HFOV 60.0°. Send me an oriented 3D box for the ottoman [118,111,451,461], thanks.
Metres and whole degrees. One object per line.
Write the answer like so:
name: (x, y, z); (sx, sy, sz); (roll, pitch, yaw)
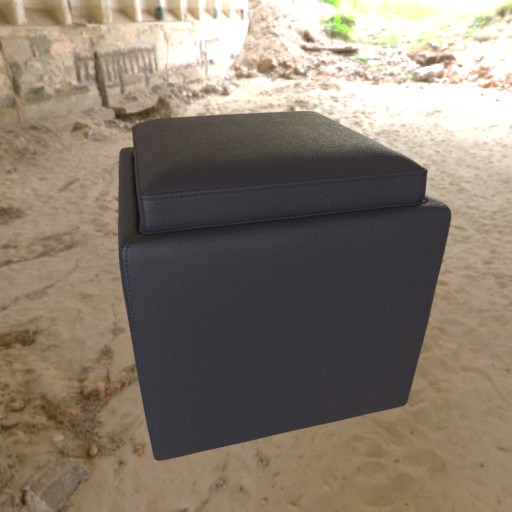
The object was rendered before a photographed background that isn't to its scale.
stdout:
ottoman: (0.000, 0.000, 0.803); (0.450, 0.460, 0.451); (-7, 29, -13)
